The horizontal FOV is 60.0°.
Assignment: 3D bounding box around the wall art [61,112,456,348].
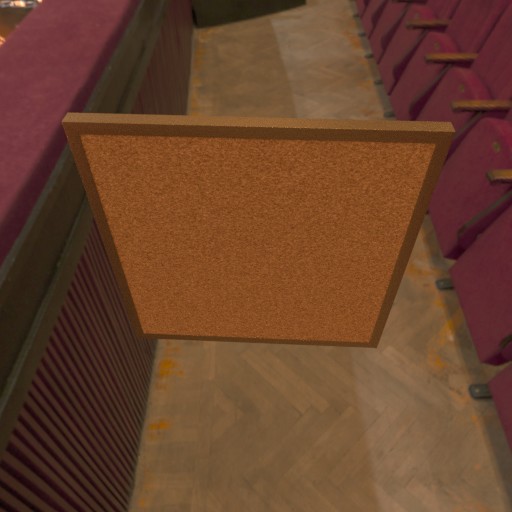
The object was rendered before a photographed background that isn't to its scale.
[{"bbox_3d":[0.000,0.000,1.150,0.767,0.765,0.036,2,46,2],"label":"wall art"}]
